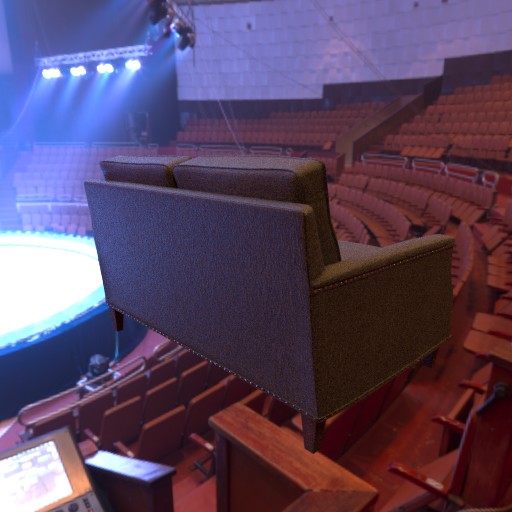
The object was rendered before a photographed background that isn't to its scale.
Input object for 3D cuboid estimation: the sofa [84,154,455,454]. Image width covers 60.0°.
[{"bbox_3d":[0.000,0.000,2.215,1.084,1.003,1.597,-13,19,-42],"label":"sofa"}]
